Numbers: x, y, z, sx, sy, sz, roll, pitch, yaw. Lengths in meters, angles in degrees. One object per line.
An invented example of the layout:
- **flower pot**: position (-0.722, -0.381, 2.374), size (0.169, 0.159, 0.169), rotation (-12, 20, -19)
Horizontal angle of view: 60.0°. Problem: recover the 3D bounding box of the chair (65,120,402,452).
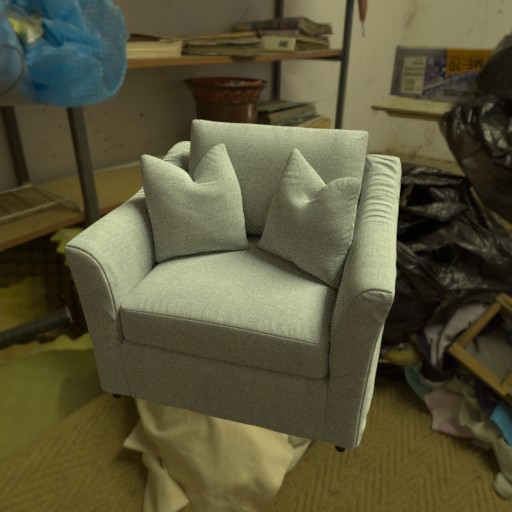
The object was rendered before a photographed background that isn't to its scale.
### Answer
- **chair**: position (0.000, 0.000, 2.026), size (1.194, 1.059, 1.071), rotation (8, 28, 15)
